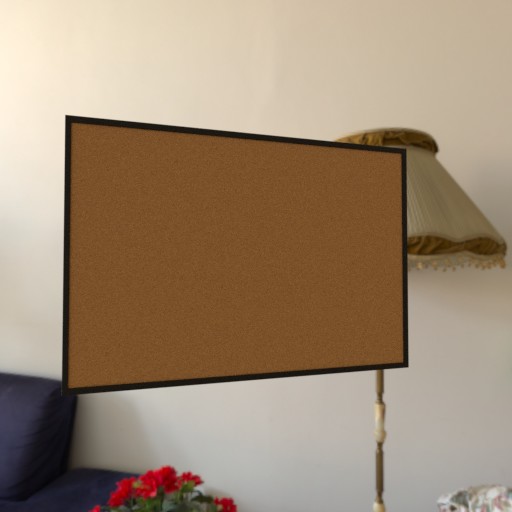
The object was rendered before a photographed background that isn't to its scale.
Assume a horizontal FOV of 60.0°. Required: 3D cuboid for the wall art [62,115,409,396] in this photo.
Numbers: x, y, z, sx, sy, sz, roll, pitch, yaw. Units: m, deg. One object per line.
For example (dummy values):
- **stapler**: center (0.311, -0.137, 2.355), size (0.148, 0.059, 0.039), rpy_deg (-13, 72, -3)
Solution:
- **wall art**: center (0.000, 0.000, 0.832), size (0.664, 0.458, 0.013), rpy_deg (1, -2, -18)
